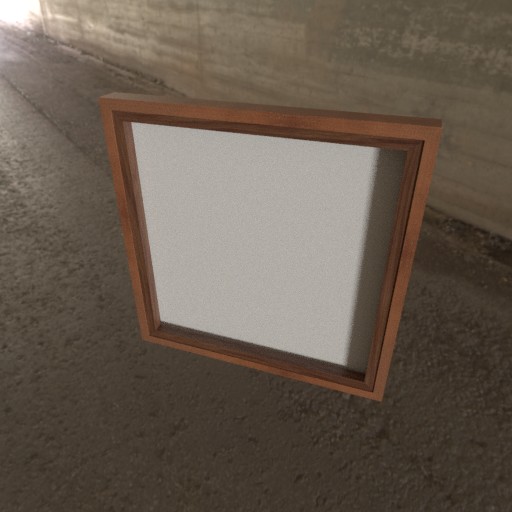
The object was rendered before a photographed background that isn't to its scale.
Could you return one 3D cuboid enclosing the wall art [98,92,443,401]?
[{"bbox_3d":[0.000,0.000,0.615,0.403,0.403,0.035,10,34,16],"label":"wall art"}]
